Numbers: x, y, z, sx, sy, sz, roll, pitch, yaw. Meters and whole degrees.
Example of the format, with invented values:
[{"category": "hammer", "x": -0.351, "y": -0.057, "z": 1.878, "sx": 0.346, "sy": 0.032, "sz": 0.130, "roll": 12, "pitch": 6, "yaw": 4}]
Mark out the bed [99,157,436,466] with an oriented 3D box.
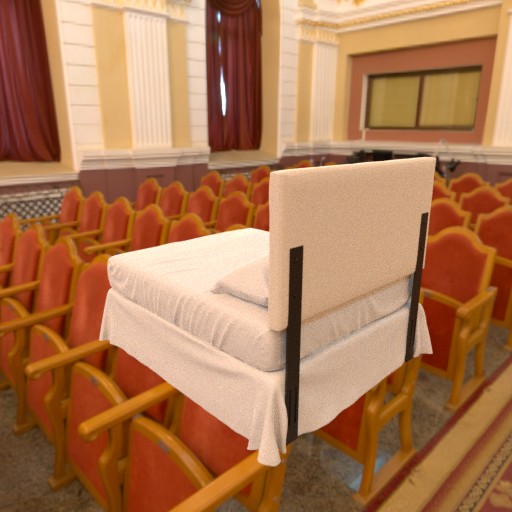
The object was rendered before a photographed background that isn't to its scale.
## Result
[{"category": "bed", "x": 0.000, "y": 0.000, "z": 3.554, "sx": 1.936, "sy": 1.577, "sz": 2.222, "roll": -15, "pitch": 22, "yaw": -41}]
